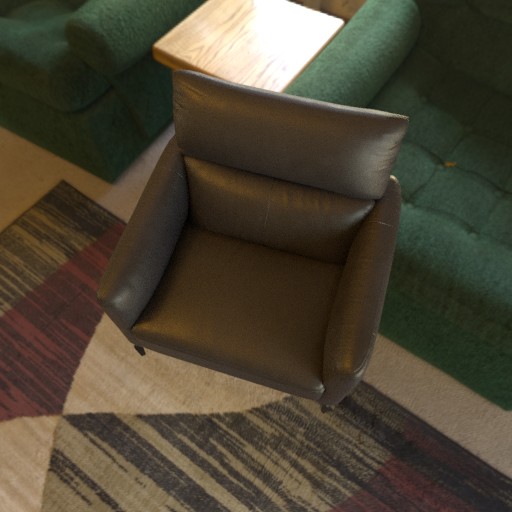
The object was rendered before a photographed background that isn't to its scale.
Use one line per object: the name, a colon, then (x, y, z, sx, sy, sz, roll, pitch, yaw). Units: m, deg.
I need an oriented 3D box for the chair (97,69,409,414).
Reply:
chair: (0.000, 0.000, 1.674, 0.976, 0.949, 0.809, 15, 62, 8)
